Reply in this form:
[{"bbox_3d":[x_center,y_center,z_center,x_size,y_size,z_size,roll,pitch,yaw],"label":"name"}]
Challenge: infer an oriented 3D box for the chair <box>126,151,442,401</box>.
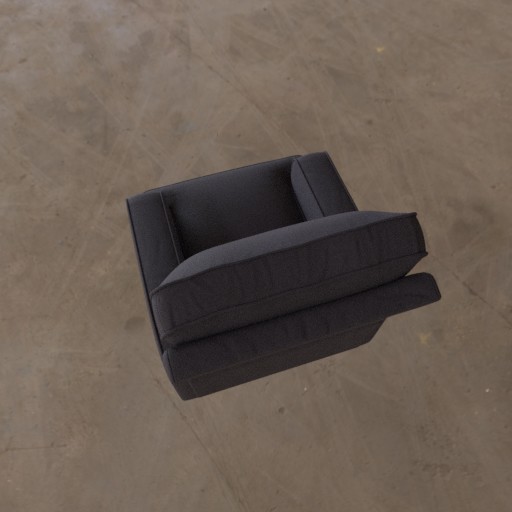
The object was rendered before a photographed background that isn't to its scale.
[{"bbox_3d":[0.000,0.000,1.657,0.861,0.962,0.964,-15,60,-9],"label":"chair"}]
